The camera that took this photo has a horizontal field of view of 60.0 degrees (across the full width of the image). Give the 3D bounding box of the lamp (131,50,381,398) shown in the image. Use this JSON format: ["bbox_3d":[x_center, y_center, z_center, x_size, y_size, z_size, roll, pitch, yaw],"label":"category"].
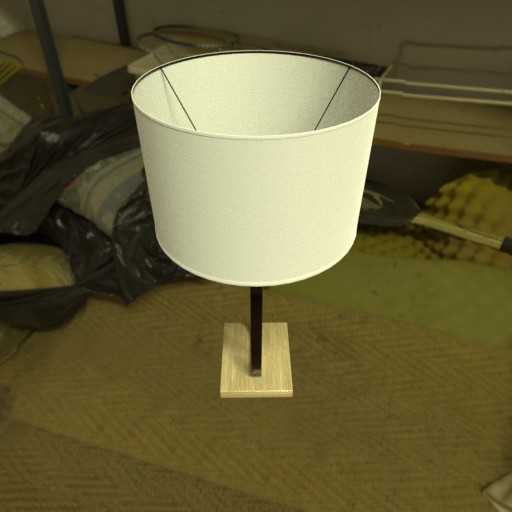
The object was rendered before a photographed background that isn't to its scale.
[{"bbox_3d":[0.000,0.000,0.667,0.279,0.508,0.279,0,40,0],"label":"lamp"}]
